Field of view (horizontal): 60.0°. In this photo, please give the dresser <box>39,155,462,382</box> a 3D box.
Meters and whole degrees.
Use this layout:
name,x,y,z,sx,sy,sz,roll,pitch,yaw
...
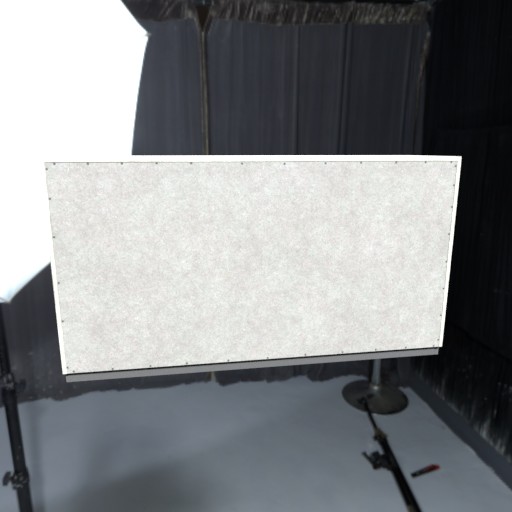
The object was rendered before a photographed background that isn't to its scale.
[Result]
name,x,y,z,sx,sy,sz,roll,pitch,yaw
dresser,0.000,0.000,2.022,1.628,0.889,0.483,-2,14,-9
